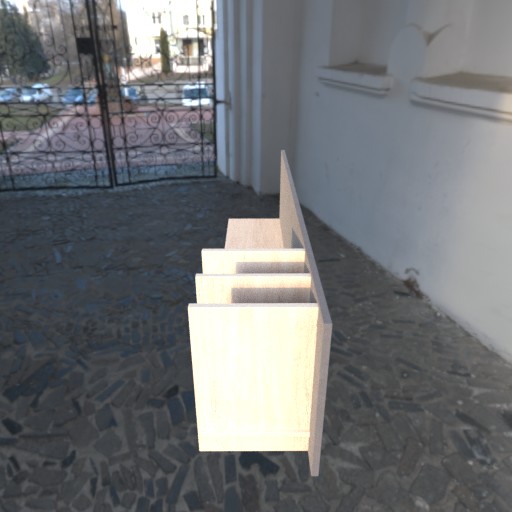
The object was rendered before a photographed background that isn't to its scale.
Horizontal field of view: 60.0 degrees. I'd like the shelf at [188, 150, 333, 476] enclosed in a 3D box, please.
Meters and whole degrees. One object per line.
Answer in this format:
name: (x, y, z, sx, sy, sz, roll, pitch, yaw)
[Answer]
shelf: (0.000, 0.000, 1.114, 0.200, 0.300, 1.020, 0, 26, 0)
